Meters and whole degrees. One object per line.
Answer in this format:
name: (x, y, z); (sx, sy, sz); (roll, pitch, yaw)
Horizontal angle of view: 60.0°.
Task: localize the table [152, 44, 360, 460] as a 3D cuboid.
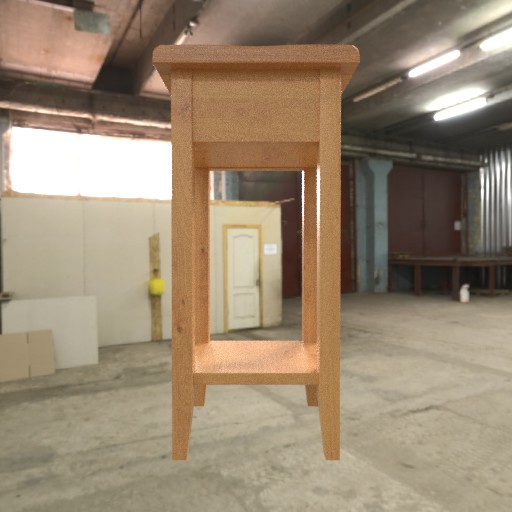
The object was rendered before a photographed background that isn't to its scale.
table: (0.000, 0.000, 0.954); (0.360, 0.740, 0.360); (0, 1, 0)
